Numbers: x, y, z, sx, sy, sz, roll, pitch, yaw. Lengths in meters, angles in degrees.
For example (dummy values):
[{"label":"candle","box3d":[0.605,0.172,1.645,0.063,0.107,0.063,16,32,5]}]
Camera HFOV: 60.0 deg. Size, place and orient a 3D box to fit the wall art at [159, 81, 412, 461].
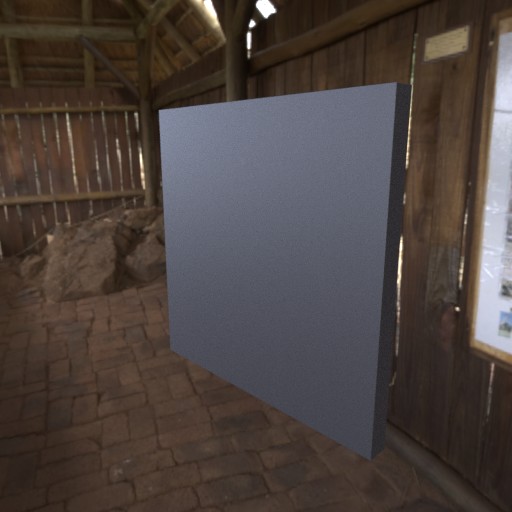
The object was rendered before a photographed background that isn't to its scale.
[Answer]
[{"label":"wall art","box3d":[0.000,0.000,0.761,0.038,0.507,0.507,-13,18,-43]}]
